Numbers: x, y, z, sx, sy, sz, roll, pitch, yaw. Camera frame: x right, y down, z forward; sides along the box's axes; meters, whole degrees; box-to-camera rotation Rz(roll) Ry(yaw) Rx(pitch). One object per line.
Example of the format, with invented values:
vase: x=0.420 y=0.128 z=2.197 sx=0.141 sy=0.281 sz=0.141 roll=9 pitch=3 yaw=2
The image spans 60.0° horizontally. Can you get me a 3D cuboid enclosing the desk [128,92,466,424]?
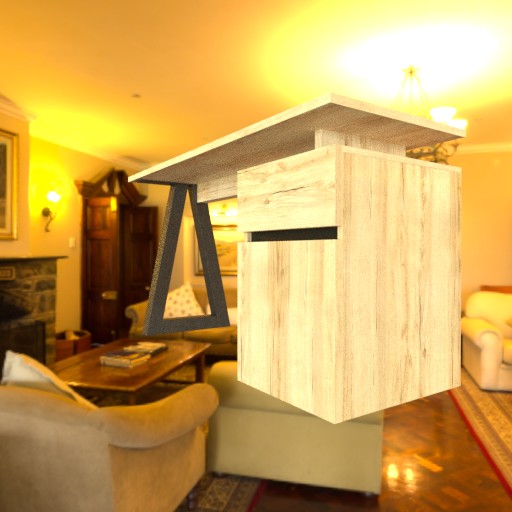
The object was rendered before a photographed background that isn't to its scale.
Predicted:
desk: x=0.000 y=0.000 z=1.741 sx=0.550 sy=0.760 sz=1.400 roll=0 pitch=1 yaw=-34
